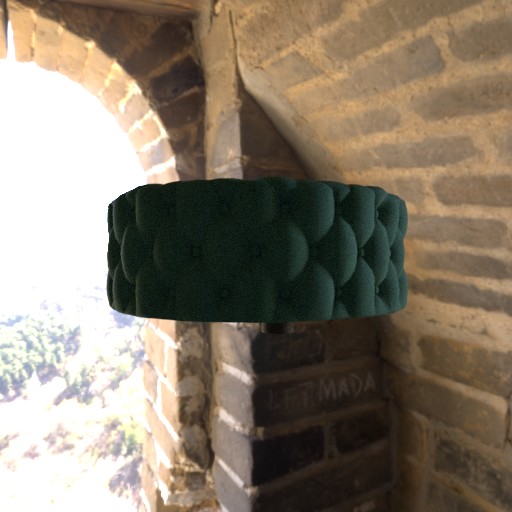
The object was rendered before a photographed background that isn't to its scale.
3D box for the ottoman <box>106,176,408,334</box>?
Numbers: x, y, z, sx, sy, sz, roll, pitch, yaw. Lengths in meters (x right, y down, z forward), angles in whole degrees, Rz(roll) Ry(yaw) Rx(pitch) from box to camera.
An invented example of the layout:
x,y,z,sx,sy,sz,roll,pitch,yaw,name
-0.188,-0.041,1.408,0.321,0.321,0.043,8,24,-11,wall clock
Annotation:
x,y,z,sx,sy,sz,roll,pitch,yaw,name
0.000,0.000,1.538,0.998,0.399,0.998,0,-1,0,ottoman
